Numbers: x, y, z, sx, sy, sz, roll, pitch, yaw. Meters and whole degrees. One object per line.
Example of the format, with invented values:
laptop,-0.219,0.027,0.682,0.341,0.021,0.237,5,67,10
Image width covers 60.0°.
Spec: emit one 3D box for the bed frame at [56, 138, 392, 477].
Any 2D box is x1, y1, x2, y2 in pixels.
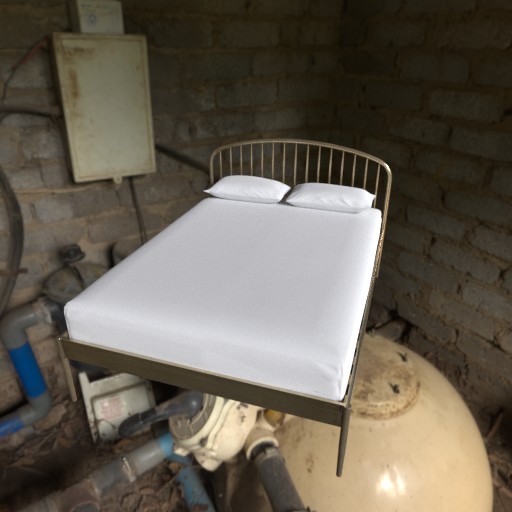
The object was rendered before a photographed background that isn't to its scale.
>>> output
bed frame,0.000,0.000,3.057,1.612,1.175,2.152,9,28,17
